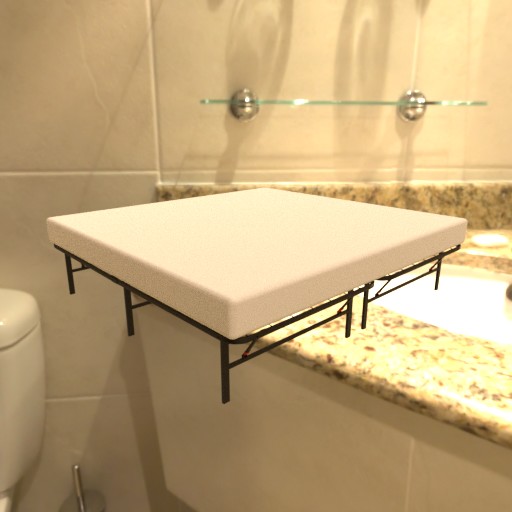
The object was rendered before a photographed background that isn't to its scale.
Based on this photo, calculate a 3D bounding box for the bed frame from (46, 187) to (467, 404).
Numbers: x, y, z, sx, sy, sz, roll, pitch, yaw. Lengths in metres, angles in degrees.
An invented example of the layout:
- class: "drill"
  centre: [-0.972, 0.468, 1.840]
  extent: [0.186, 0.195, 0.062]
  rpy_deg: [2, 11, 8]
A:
- class: "bed frame"
  centre: [0.000, 0.000, 3.001]
  extent: [2.033, 0.525, 1.935]
  rpy_deg: [-15, 23, -41]
